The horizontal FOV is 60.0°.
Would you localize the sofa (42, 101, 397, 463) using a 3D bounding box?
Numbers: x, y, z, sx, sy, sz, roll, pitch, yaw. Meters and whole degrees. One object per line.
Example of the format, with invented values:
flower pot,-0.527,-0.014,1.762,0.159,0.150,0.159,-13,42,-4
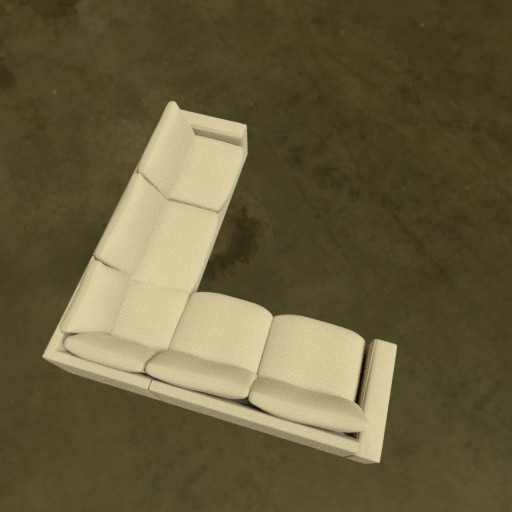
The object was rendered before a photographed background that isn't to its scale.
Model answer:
sofa,0.000,0.000,4.631,3.066,0.918,3.206,14,65,7
